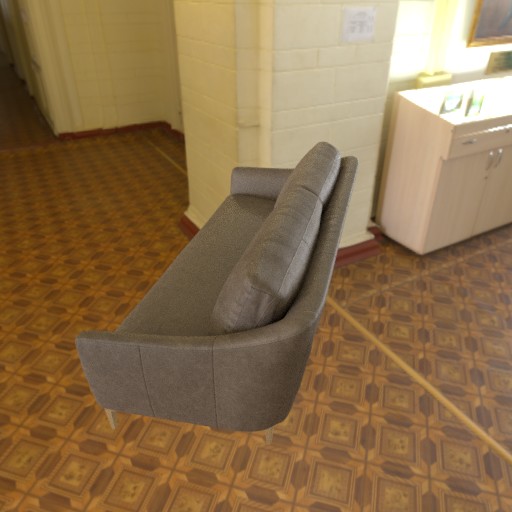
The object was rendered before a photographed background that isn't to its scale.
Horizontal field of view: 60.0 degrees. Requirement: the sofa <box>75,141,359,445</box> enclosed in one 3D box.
[{"bbox_3d":[0.000,0.000,2.536,0.960,0.902,2.036,8,32,13],"label":"sofa"}]
